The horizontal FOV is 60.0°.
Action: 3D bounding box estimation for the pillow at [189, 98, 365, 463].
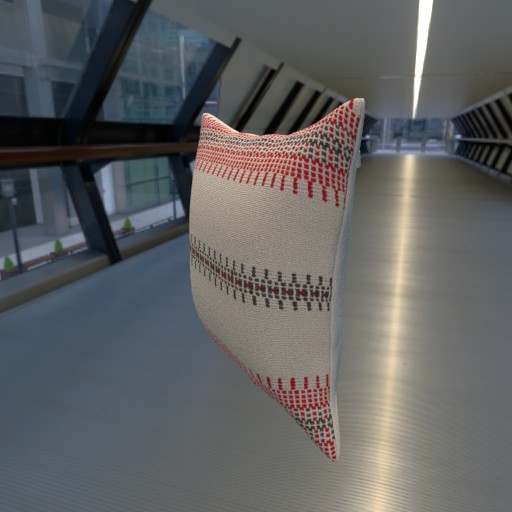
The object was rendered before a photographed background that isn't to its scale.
[{"bbox_3d":[0.000,0.000,0.713,0.160,0.454,0.463,-8,18,-26],"label":"pillow"}]
